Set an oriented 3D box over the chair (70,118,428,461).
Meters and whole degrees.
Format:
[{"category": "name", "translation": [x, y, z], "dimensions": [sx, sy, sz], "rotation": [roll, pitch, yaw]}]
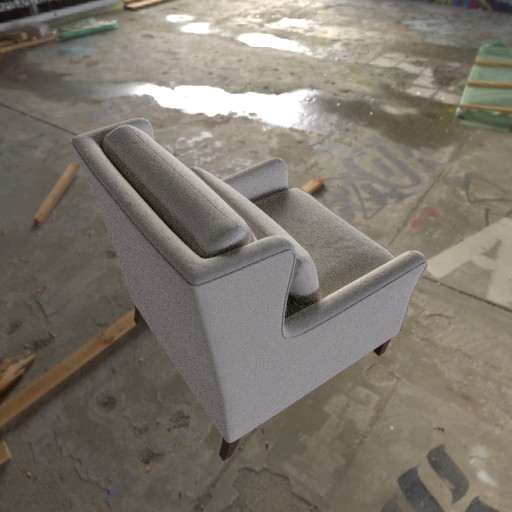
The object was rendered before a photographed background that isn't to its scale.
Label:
[{"category": "chair", "translation": [0.000, 0.000, 1.862], "dimensions": [1.040, 1.056, 0.982], "rotation": [-25, 47, -25]}]
